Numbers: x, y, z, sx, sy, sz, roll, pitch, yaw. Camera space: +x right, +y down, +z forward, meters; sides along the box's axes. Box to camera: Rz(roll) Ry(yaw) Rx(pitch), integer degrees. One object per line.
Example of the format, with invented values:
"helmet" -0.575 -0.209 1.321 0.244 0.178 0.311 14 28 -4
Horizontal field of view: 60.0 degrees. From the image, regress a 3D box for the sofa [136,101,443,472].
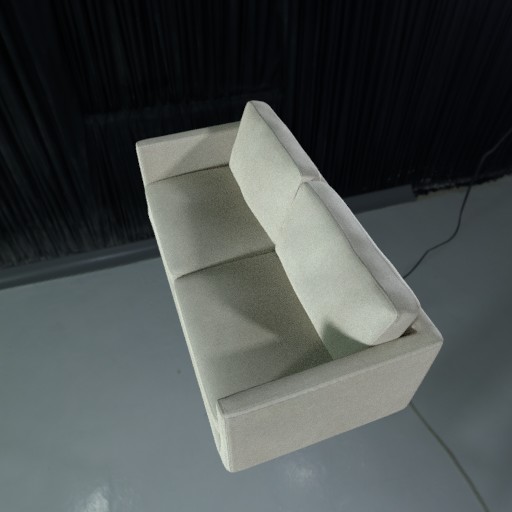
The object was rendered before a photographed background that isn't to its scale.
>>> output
"sofa" 0.000 0.000 2.395 0.950 0.940 1.846 -15 49 -13
